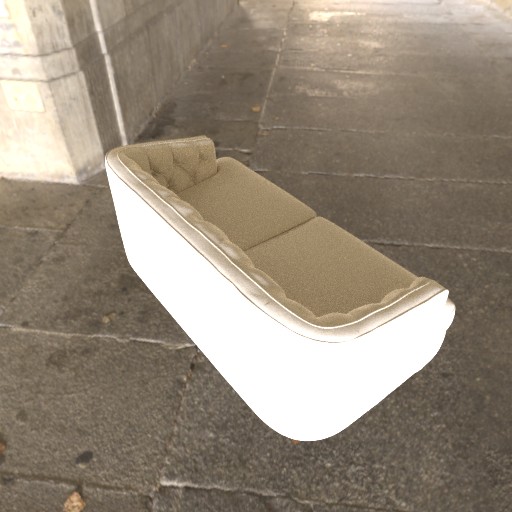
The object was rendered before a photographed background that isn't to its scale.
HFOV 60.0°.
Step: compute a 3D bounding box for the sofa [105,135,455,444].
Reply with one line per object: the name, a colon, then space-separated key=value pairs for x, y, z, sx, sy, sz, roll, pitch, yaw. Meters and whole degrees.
sofa: x=0.000 y=0.000 z=2.265 sx=0.941 sy=0.855 sz=1.733 roll=-27 pitch=47 yaw=-28
